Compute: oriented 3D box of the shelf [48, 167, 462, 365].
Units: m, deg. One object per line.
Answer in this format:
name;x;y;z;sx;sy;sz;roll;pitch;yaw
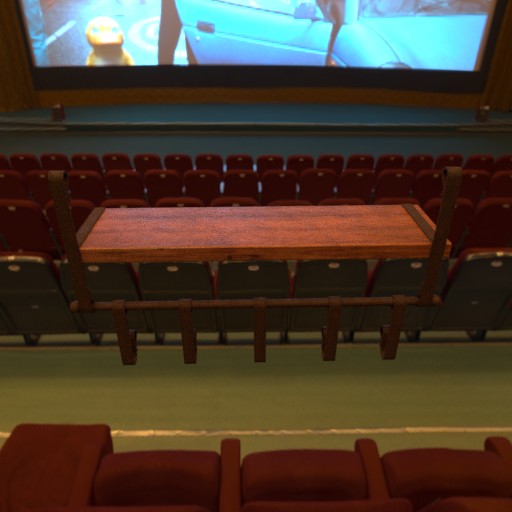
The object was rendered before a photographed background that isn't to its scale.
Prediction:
shelf;0.000;0.000;0.709;0.567;0.330;0.146;-1;30;-1
